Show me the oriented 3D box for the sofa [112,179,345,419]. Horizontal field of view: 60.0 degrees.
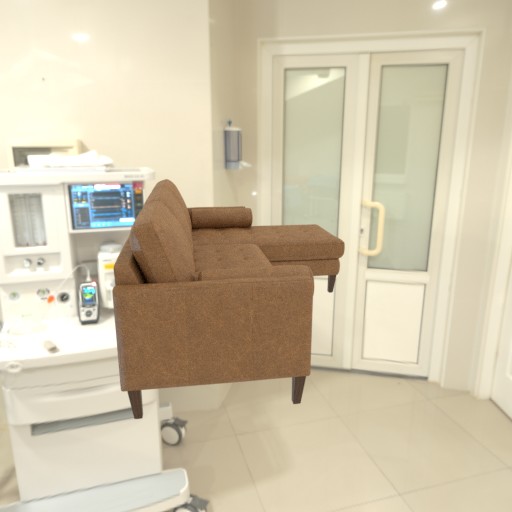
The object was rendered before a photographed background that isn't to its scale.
[{"bbox_3d":[0.000,0.000,2.933,1.506,0.876,2.178,-2,15,-9],"label":"sofa"}]
